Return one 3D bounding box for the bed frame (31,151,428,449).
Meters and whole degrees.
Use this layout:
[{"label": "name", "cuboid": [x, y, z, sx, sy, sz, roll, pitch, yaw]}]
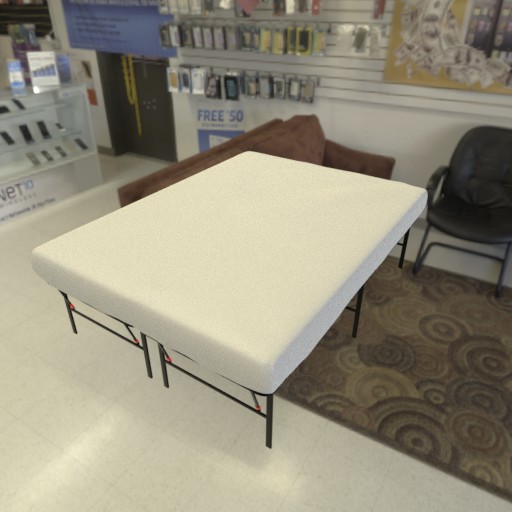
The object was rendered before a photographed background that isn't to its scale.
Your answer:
[{"label": "bed frame", "cuboid": [0.000, 0.000, 2.909, 1.584, 0.667, 2.151, 19, 36, 29]}]
